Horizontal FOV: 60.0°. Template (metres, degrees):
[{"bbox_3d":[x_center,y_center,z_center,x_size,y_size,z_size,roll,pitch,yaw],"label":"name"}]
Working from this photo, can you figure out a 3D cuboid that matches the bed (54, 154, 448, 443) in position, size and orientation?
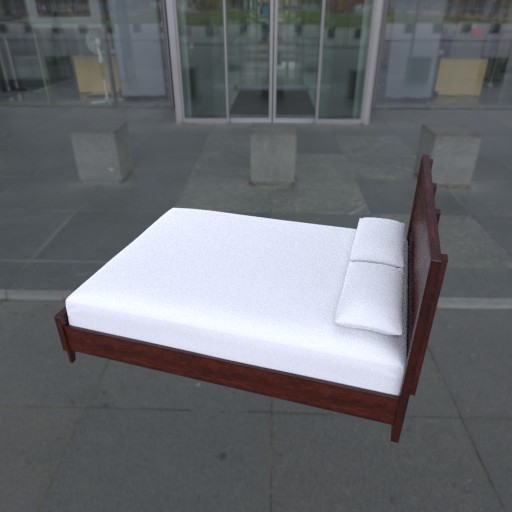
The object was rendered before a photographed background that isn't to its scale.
[{"bbox_3d":[0.000,0.000,3.956,2.803,1.492,2.040,9,31,15],"label":"bed"}]
